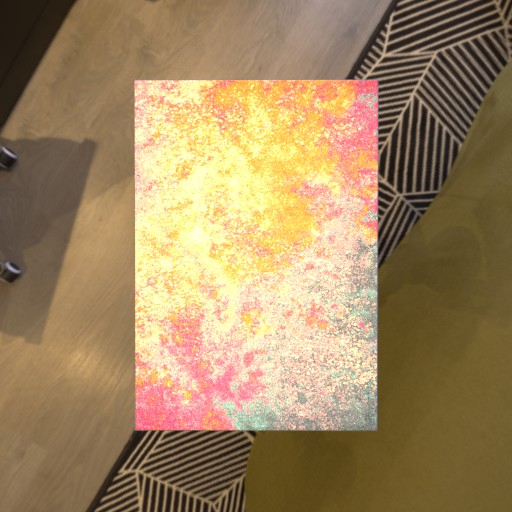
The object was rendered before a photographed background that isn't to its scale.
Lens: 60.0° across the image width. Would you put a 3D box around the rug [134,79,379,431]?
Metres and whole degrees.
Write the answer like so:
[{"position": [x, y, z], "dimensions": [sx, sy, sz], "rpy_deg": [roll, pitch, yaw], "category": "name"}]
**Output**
[{"position": [0.000, 0.000, 3.647], "dimensions": [2.007, 0.013, 2.896], "rpy_deg": [0, 91, 0], "category": "rug"}]
